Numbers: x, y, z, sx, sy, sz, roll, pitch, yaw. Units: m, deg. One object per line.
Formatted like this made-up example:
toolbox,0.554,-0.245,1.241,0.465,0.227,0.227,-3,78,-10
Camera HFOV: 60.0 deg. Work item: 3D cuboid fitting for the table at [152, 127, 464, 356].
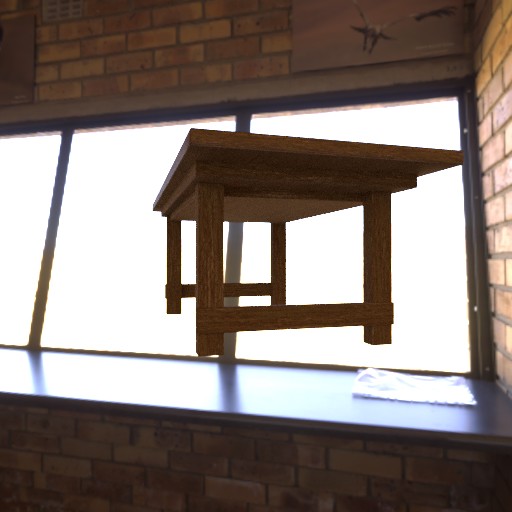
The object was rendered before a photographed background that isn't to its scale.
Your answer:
table,0.000,0.000,2.423,1.000,0.762,1.982,0,0,-16
